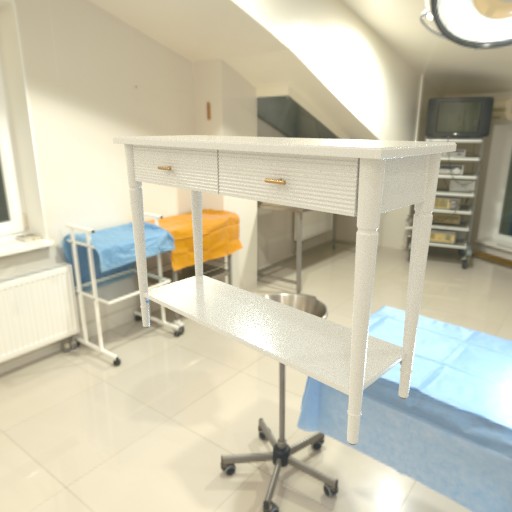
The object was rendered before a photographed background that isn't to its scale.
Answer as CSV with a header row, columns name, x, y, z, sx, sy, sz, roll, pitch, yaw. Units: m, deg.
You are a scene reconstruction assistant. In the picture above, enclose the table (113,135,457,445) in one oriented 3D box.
name,x,y,z,sx,sy,sz,roll,pitch,yaw
table,0.000,0.000,1.469,1.067,0.749,0.381,16,23,42
